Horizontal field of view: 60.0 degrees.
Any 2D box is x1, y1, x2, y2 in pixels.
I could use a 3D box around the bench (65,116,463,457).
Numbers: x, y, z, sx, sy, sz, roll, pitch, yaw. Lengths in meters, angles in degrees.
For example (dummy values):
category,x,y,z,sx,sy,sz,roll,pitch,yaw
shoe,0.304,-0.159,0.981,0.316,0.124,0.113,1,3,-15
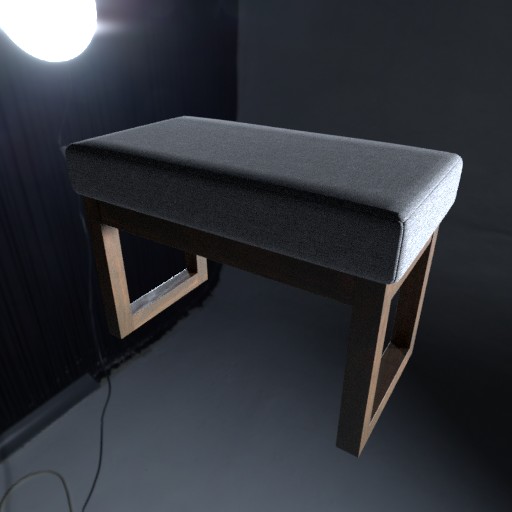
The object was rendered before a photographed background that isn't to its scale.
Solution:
category,x,y,z,sx,sy,sz,roll,pitch,yaw
bench,0.000,0.000,0.944,0.681,0.467,0.366,17,33,29
